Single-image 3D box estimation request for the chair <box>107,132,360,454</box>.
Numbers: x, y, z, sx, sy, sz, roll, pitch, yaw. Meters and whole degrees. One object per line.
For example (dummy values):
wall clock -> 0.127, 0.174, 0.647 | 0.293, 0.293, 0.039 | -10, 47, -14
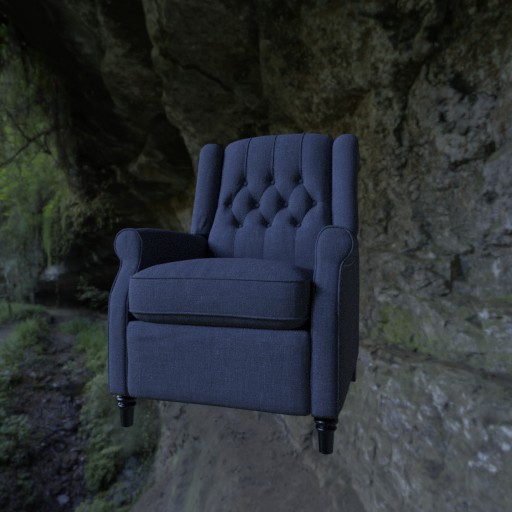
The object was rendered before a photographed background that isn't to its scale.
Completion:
chair -> 0.000, 0.000, 1.599 | 0.742, 1.035, 0.898 | 0, 1, 17
